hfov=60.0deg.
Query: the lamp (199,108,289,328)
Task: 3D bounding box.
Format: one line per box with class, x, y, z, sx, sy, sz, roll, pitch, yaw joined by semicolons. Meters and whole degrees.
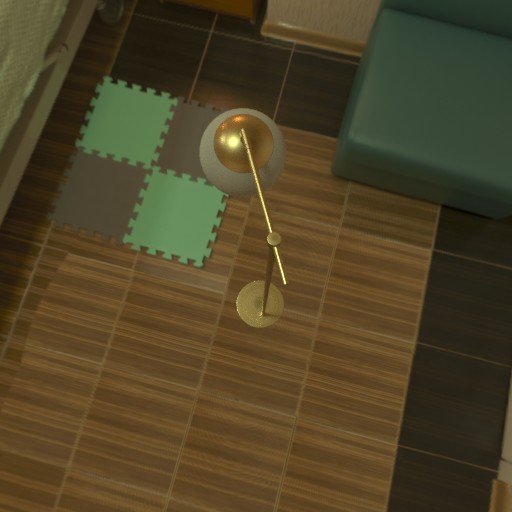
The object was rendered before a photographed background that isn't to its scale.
lamp;0.000;0.000;1.638;0.249;1.505;0.476;-14;77;-3
